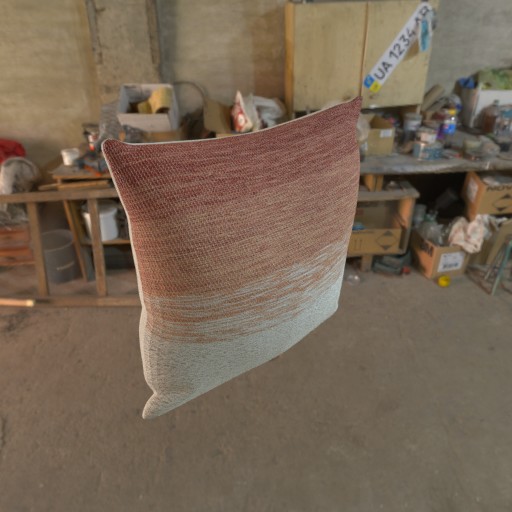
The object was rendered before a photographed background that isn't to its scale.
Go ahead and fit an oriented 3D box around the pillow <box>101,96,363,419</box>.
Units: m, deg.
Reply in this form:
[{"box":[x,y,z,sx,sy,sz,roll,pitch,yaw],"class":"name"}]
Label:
[{"box":[0.000,0.000,0.693,0.440,0.441,0.182,-23,38,-33],"class":"pillow"}]
